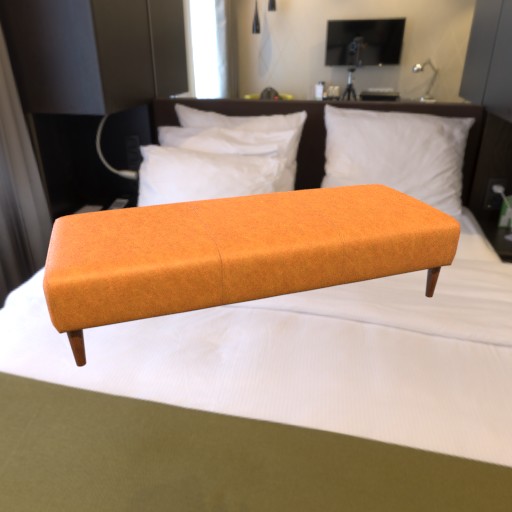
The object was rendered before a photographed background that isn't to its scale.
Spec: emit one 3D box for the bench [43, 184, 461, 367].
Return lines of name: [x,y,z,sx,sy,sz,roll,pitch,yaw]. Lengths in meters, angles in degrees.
bench: [0.000,0.000,1.924,1.610,0.399,0.653,-8,26,-17]
